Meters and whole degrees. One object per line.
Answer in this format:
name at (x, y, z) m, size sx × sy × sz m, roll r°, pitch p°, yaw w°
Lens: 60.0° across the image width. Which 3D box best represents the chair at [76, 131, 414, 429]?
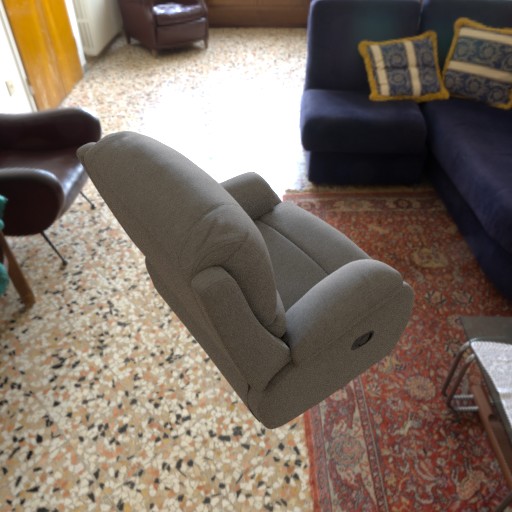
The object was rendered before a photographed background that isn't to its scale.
chair at (0.000, 0.000, 1.689) m, size 0.899 × 1.011 × 0.930 m, roll -25°, pitch 46°, yaw -26°
